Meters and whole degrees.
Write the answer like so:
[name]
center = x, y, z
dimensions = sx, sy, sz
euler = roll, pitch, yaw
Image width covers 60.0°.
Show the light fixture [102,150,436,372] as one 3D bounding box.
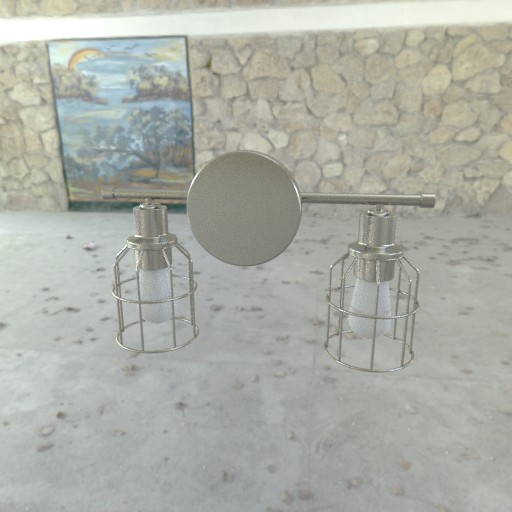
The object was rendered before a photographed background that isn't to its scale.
[light fixture]
center = 0.000, 0.000, 0.536
dimensions = 0.406, 0.254, 0.165
euler = 3, 16, 9
